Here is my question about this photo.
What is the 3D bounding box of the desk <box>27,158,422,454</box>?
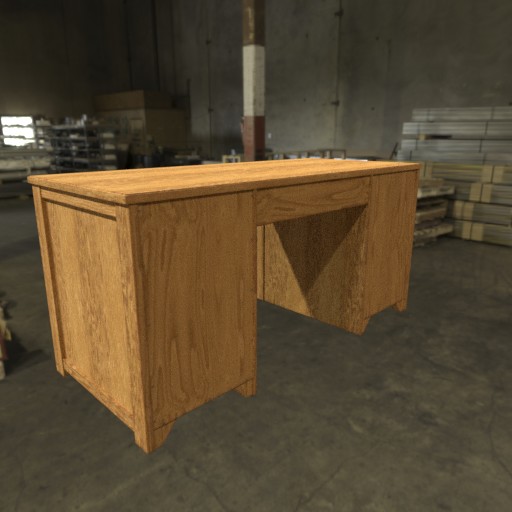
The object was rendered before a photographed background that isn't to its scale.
[{"bbox_3d":[0.000,0.000,1.935,1.567,0.751,0.685,-15,21,-43],"label":"desk"}]
